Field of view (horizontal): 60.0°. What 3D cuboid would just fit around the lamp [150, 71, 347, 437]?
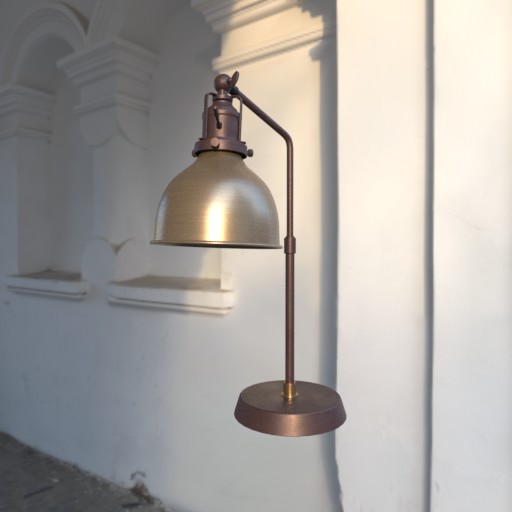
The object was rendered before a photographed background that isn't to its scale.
[{"bbox_3d":[0.000,0.000,0.611,0.298,0.469,0.175,-1,1,-37],"label":"lamp"}]
